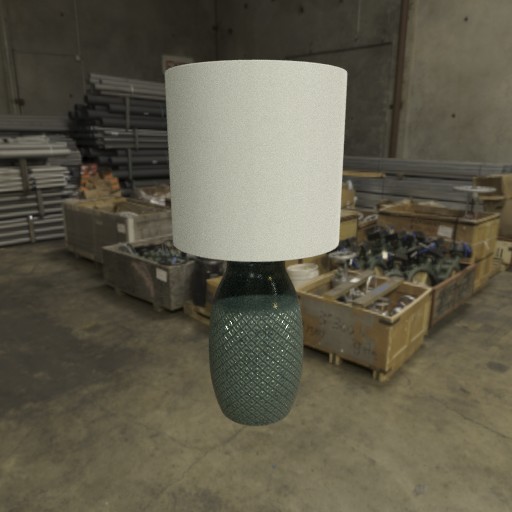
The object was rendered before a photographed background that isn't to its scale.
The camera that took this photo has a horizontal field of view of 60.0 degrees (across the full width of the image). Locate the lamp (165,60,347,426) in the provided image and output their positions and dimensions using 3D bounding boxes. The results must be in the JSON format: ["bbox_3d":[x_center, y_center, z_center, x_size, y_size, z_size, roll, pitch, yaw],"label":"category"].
[{"bbox_3d":[0.000,0.000,0.594,0.217,0.453,0.217,14,21,43],"label":"lamp"}]
